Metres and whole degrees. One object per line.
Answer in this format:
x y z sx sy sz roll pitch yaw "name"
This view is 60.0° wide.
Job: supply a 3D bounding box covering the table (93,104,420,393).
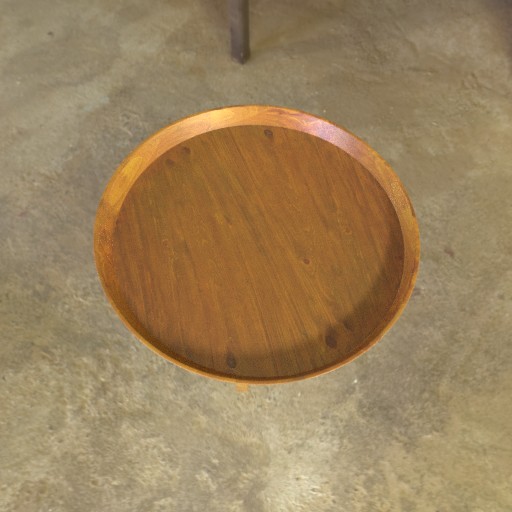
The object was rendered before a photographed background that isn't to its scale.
0.000 0.000 1.591 1.016 0.470 1.016 0 63 0 "table"
